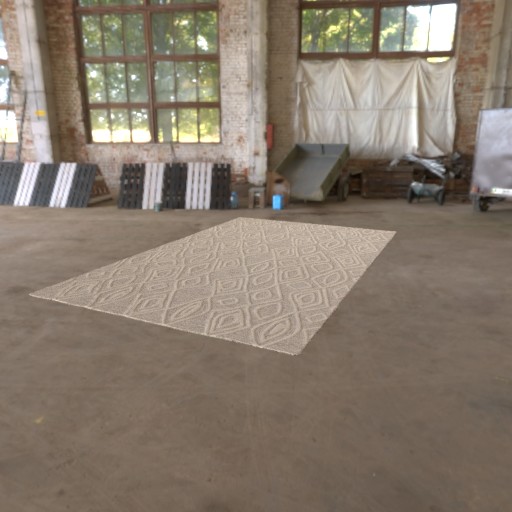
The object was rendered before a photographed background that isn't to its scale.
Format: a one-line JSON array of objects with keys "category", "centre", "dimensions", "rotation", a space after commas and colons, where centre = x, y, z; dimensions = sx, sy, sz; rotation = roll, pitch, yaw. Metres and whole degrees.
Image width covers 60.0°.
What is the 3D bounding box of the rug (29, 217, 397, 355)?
[{"category": "rug", "centre": [0.000, 0.000, 3.107], "dimensions": [1.546, 0.010, 2.442], "rotation": [8, 17, 25]}]
